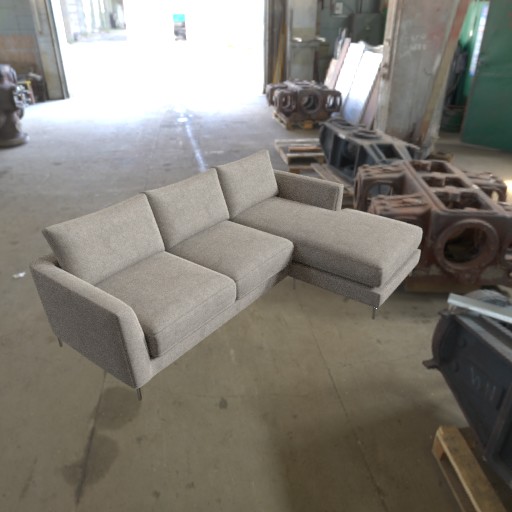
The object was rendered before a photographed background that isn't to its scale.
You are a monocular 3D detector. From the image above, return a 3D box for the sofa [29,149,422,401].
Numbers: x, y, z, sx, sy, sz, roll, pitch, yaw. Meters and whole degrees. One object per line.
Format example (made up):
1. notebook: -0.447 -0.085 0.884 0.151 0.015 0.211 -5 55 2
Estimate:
1. sofa: 0.000 0.000 3.125 1.626 0.864 2.438 19 34 32
